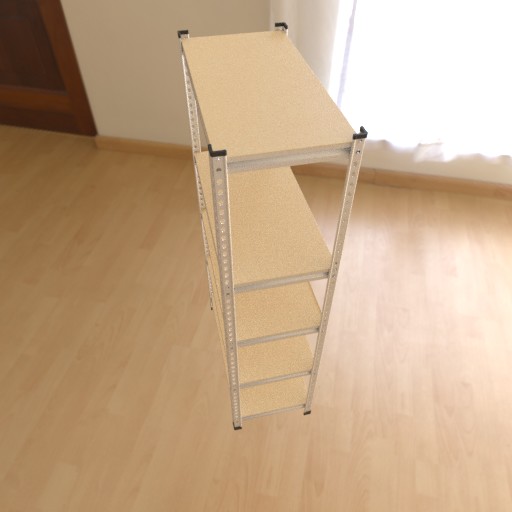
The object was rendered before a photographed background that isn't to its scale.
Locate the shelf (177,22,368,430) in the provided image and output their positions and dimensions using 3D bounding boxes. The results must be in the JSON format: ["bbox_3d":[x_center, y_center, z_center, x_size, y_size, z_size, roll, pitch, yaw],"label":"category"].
[{"bbox_3d":[0.000,0.000,2.193,0.457,1.829,0.914,-9,47,-9],"label":"shelf"}]
